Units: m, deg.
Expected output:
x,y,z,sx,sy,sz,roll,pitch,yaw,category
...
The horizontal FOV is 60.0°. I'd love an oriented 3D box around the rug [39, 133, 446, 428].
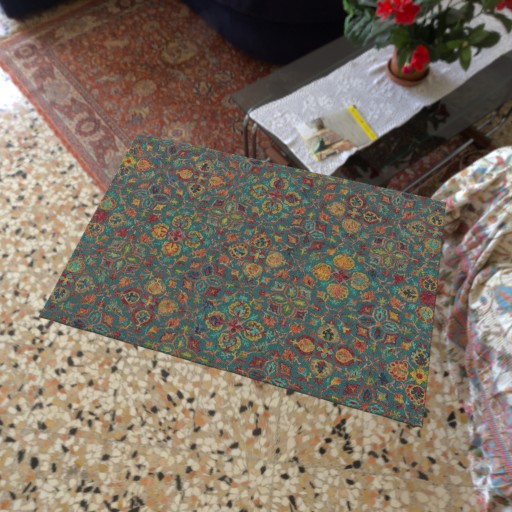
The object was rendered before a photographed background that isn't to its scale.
x,y,z,sx,sy,sz,roll,pitch,yaw,category
0.000,0.000,2.288,1.836,0.014,1.216,14,63,7,rug
